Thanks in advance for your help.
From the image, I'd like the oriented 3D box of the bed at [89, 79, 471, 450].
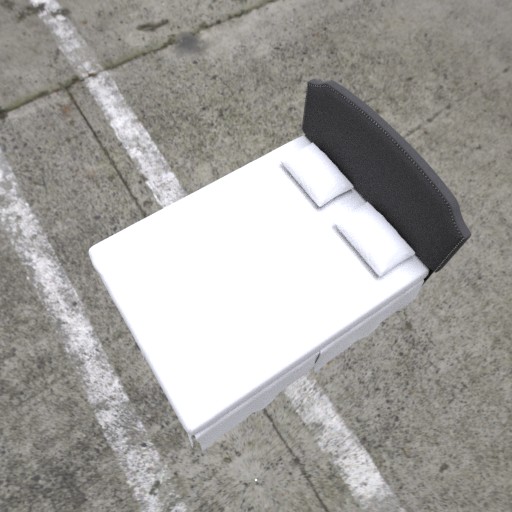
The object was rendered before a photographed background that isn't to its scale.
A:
[{"bbox_3d":[0.000,0.000,2.990,1.999,1.270,1.558,-31,67,-14],"label":"bed"}]
